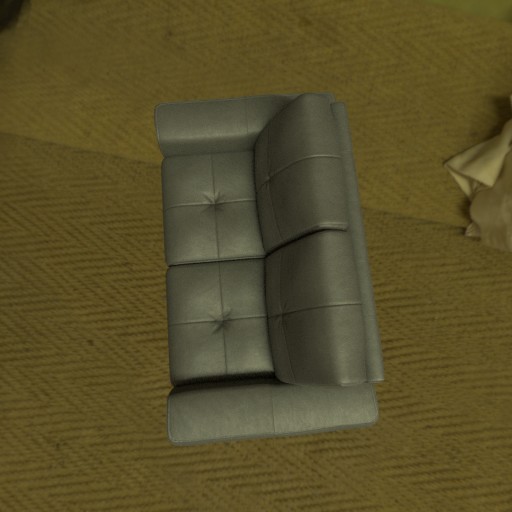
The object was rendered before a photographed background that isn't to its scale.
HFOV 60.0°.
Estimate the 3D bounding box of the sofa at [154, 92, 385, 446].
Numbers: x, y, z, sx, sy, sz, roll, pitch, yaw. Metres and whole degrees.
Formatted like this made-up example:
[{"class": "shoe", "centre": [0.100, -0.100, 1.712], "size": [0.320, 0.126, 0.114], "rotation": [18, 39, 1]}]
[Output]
[{"class": "sofa", "centre": [0.000, 0.000, 2.343], "size": [1.018, 0.907, 1.806], "rotation": [-5, 78, -1]}]
